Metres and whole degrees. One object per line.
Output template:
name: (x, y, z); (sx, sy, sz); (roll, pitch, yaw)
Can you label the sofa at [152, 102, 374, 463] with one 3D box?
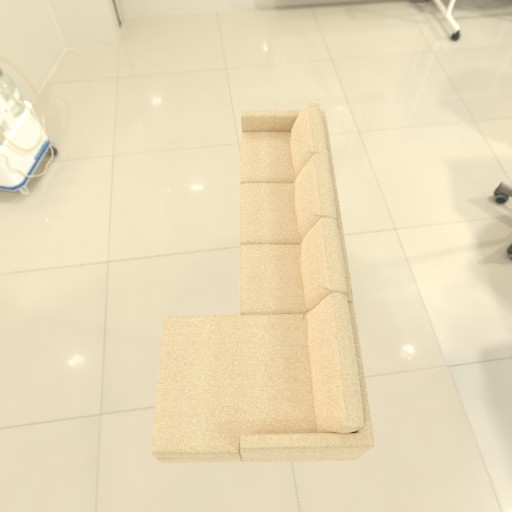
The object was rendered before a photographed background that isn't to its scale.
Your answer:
sofa: (0.000, 0.000, 4.163); (1.603, 0.954, 3.471); (-1, 58, 0)
